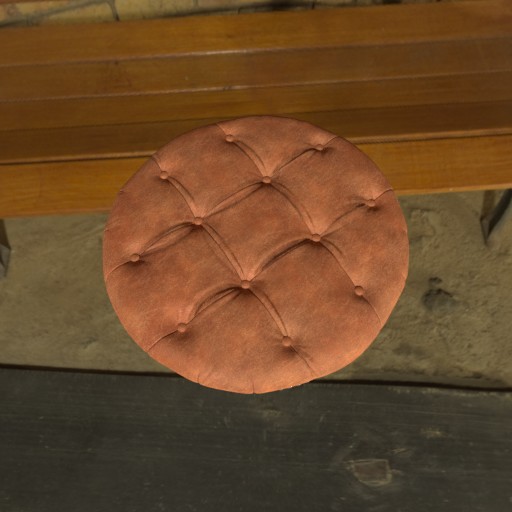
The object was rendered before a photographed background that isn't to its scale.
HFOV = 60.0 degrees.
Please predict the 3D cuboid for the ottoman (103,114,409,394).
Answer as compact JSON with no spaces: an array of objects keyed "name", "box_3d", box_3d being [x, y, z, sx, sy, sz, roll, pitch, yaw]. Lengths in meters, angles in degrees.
[{"name":"ottoman","box_3d":[0.000,0.000,1.443,0.901,0.444,0.901,0,66,0]}]
